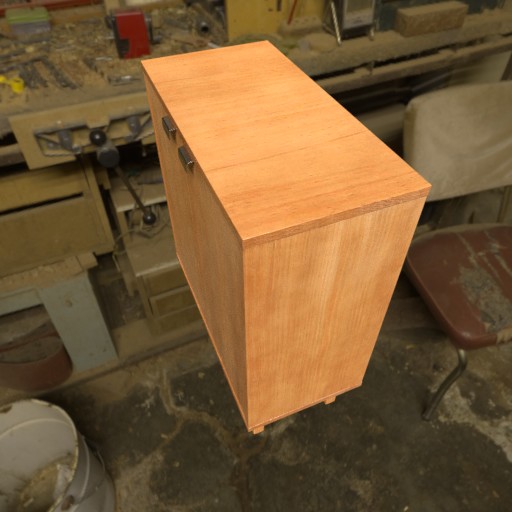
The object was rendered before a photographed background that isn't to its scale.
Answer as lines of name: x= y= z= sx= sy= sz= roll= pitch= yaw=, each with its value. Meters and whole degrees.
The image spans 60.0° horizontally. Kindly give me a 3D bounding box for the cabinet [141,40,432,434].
cabinet: x=0.000 y=0.000 z=1.425 sx=0.419 sy=1.001 sz=0.800 roll=-17 pitch=48 yaw=-15
